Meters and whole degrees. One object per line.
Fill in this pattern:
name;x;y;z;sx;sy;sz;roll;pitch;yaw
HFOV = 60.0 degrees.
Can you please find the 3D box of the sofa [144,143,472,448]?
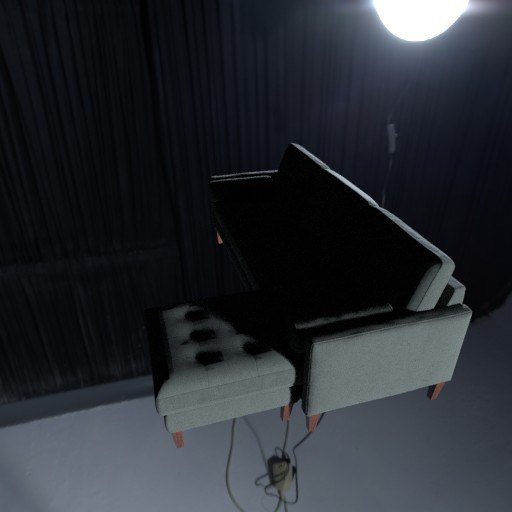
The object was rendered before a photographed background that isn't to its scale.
sofa;0.000;0.000;2.889;1.506;0.876;2.178;-9;31;-14
